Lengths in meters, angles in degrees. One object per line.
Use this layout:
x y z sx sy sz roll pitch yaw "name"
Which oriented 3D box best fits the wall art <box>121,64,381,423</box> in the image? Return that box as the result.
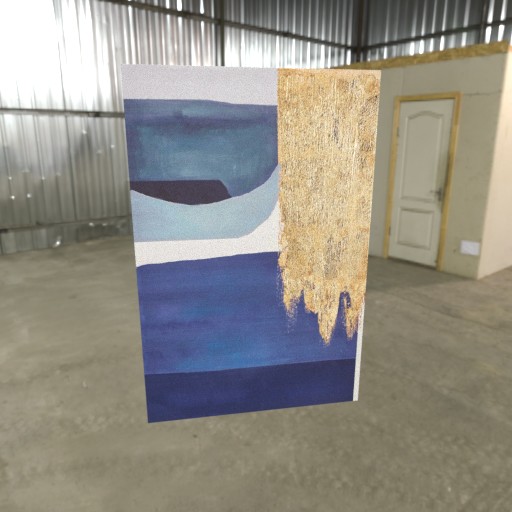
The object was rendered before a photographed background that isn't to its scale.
0.000 0.000 1.159 0.607 0.911 0.039 -3 16 -10 "wall art"
